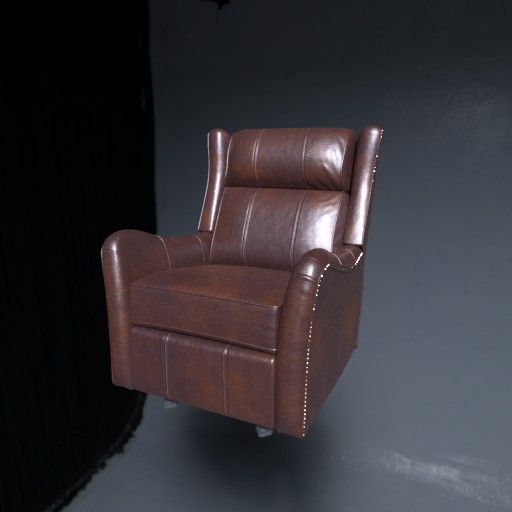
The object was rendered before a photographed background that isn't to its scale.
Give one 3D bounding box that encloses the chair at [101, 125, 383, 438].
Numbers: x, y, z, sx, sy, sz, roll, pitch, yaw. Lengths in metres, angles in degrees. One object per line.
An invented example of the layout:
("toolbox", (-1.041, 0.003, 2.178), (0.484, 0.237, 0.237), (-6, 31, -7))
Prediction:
("chair", (0.000, 0.000, 1.888), (0.869, 1.084, 1.008), (6, 15, 25))
